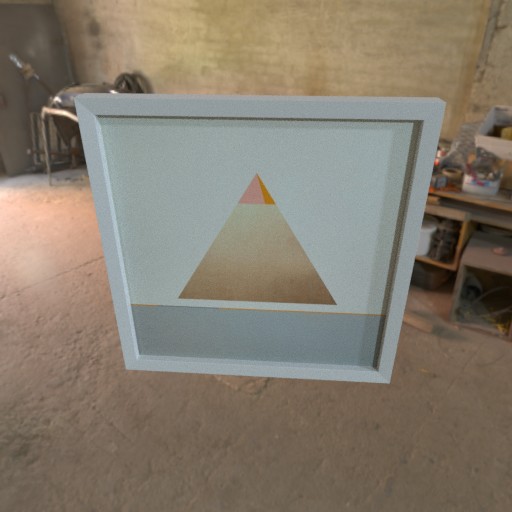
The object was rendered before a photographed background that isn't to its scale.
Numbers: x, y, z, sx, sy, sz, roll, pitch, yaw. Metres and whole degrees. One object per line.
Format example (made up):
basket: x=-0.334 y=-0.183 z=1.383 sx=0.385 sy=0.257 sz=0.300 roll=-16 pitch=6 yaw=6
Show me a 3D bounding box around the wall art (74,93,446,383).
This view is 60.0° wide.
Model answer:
wall art: x=0.000 y=0.000 z=1.889 sx=1.289 sy=1.291 sz=0.098 roll=2 pitch=29 yaw=4
